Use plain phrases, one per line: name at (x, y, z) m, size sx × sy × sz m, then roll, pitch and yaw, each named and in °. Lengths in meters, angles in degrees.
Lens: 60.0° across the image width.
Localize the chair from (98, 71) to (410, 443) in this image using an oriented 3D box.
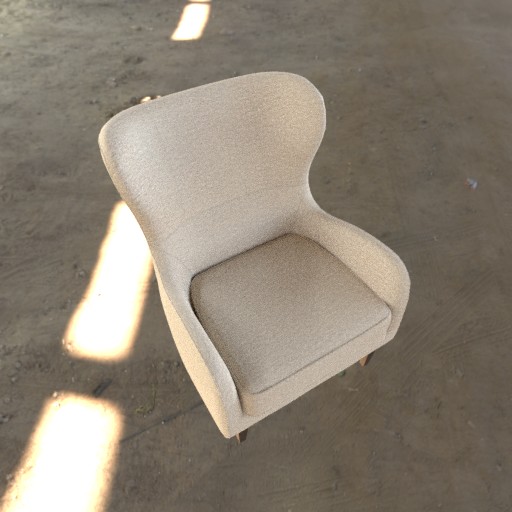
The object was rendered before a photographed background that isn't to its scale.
chair at (0.000, 0.000, 1.786) m, size 0.861 × 1.064 × 0.984 m, roll -24°, pitch 51°, yaw -21°
